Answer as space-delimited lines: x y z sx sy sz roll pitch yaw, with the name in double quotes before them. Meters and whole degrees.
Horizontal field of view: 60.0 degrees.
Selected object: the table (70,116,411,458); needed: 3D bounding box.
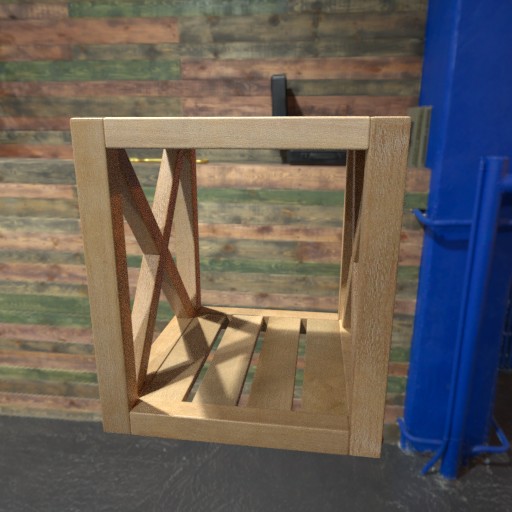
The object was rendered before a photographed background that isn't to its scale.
"table" 0.000 0.000 1.044 0.558 0.610 0.559 2 16 8
